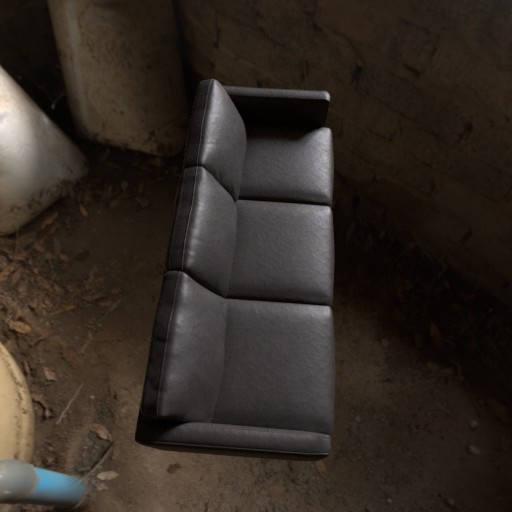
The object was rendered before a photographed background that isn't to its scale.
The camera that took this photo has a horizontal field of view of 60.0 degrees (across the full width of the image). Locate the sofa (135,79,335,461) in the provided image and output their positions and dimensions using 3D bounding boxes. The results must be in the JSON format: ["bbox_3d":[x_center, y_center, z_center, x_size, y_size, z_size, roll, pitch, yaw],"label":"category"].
[{"bbox_3d":[0.000,0.000,2.985,1.045,1.006,2.464,4,64,2],"label":"sofa"}]
